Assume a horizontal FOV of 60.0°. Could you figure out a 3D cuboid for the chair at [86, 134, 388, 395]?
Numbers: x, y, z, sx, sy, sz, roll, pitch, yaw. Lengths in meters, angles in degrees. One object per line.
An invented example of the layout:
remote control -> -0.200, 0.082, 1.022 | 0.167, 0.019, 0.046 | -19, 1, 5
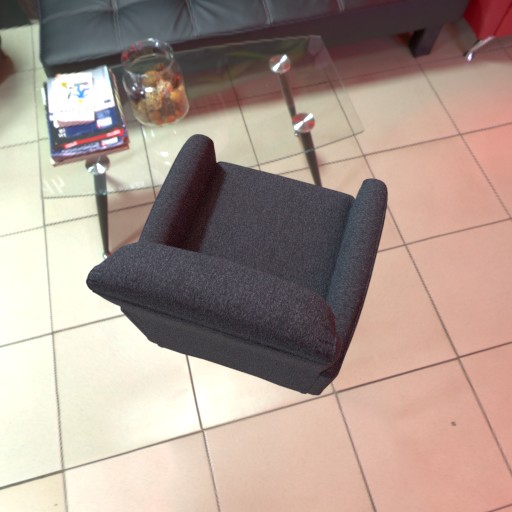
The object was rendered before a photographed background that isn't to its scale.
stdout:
chair -> 0.000, 0.000, 1.658 | 0.839, 1.016, 0.850 | 16, 65, 8
